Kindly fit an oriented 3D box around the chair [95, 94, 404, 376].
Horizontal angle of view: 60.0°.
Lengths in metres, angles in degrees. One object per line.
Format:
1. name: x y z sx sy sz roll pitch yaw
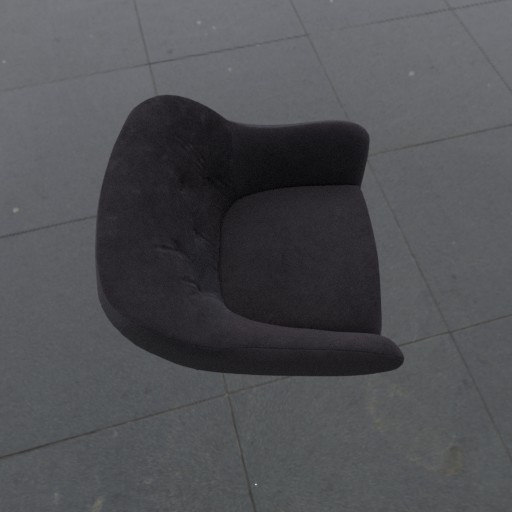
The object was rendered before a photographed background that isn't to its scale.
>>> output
1. chair: 0.000 0.000 1.502 0.819 0.807 0.840 0 63 0
